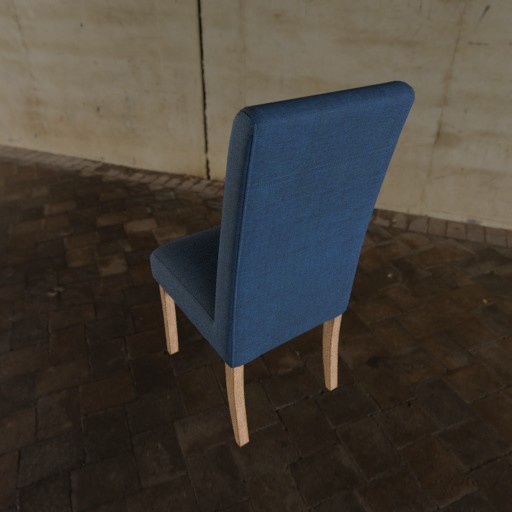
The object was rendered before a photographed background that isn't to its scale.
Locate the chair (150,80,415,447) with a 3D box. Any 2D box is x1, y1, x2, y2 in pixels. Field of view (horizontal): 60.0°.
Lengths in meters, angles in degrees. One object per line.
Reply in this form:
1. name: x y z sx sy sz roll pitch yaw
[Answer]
1. chair: 0.000 0.000 1.325 0.450 1.029 0.610 -21 38 -29
